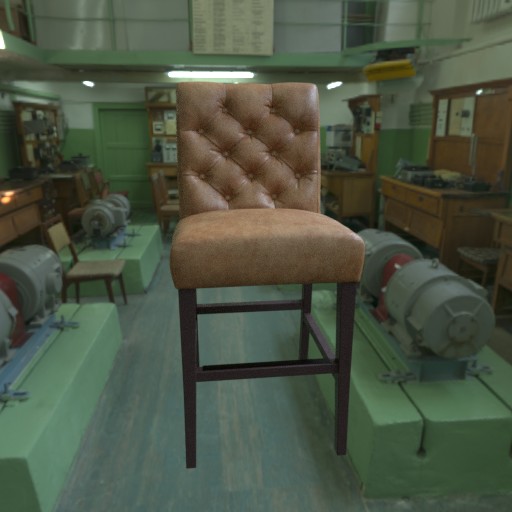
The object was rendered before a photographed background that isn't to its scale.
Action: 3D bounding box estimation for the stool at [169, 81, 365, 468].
[{"bbox_3d":[0.000,0.000,1.371,0.493,1.047,0.601,-2,16,-6],"label":"stool"}]
